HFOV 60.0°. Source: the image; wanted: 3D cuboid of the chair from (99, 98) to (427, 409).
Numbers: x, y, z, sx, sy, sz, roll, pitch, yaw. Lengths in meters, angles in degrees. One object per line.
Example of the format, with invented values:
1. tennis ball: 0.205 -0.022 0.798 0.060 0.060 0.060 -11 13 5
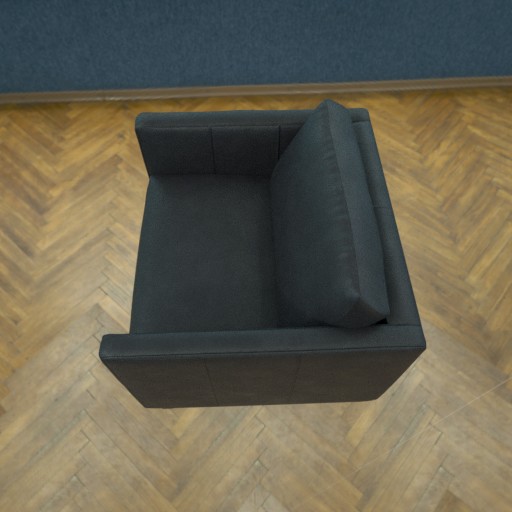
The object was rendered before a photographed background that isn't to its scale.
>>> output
1. chair: 0.000 0.000 1.591 0.862 0.811 0.939 -2 58 -1
